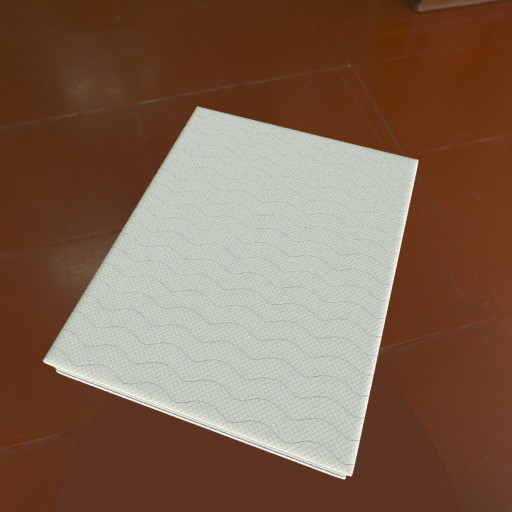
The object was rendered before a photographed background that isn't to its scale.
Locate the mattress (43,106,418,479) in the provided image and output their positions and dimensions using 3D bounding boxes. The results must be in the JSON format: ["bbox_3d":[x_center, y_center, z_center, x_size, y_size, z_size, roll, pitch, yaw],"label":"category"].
[{"bbox_3d":[0.000,0.000,2.682,1.600,0.230,2.000,17,60,10],"label":"mattress"}]
